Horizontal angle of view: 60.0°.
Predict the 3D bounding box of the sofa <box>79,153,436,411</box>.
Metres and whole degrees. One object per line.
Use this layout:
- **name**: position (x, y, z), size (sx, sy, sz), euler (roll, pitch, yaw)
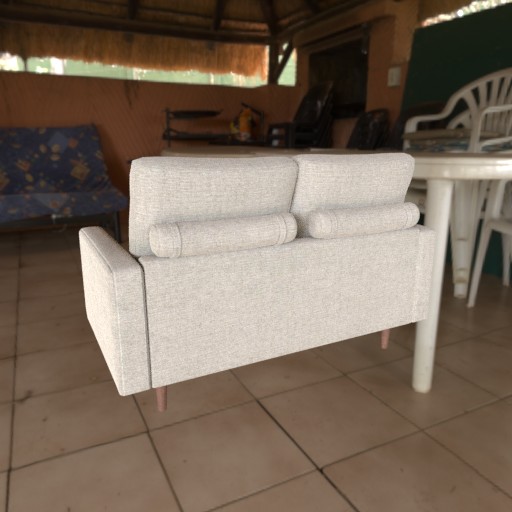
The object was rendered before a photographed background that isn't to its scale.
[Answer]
- **sofa**: position (0.000, 0.000, 2.004), size (1.407, 0.907, 0.842), euler (-8, 16, -27)
